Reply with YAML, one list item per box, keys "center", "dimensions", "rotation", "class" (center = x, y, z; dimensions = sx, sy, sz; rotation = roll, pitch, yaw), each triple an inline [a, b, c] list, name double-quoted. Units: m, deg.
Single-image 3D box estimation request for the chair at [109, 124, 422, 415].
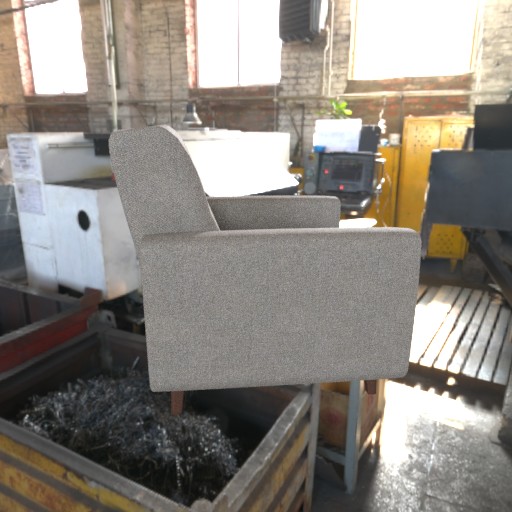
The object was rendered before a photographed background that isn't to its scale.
- center: [0.000, 0.000, 1.704]
  dimensions: [0.942, 0.968, 0.845]
  rotation: [-3, 16, -9]
  class: "chair"
